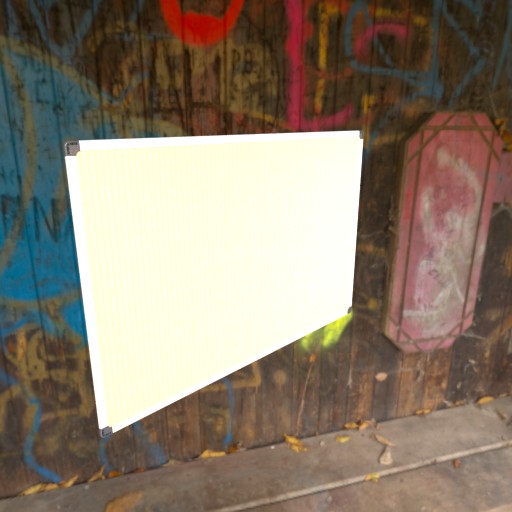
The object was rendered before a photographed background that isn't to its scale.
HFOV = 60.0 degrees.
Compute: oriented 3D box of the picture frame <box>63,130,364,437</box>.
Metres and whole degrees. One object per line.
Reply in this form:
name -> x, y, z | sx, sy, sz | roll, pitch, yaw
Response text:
picture frame -> 0.000, 0.000, 1.131 | 0.900, 0.600, 0.010 | -16, 24, -42
